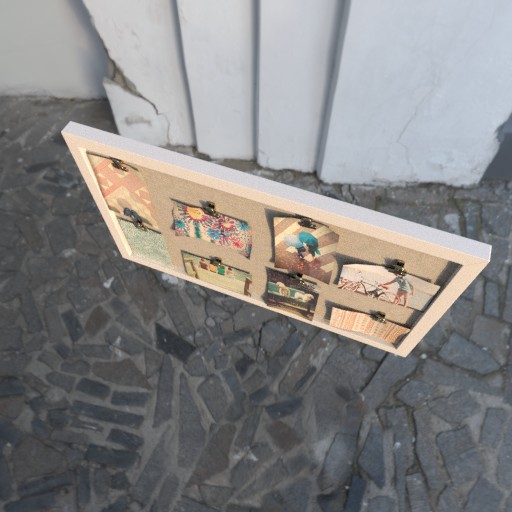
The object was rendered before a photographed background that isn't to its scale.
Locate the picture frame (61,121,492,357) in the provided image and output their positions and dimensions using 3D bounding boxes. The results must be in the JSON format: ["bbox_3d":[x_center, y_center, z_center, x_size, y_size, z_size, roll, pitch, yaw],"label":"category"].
[{"bbox_3d":[0.000,0.000,0.792,0.647,0.379,0.044,18,60,11],"label":"picture frame"}]
